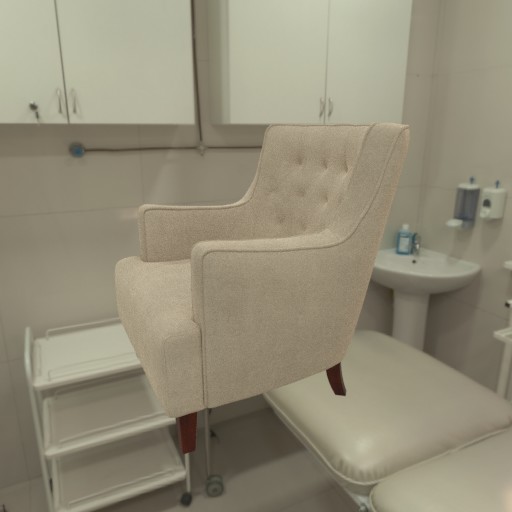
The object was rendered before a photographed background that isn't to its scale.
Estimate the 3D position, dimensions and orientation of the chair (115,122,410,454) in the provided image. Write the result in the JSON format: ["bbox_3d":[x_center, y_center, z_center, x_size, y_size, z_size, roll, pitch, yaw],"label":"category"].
[{"bbox_3d":[0.000,0.000,1.597,0.910,0.920,0.781,-8,18,-25],"label":"chair"}]
